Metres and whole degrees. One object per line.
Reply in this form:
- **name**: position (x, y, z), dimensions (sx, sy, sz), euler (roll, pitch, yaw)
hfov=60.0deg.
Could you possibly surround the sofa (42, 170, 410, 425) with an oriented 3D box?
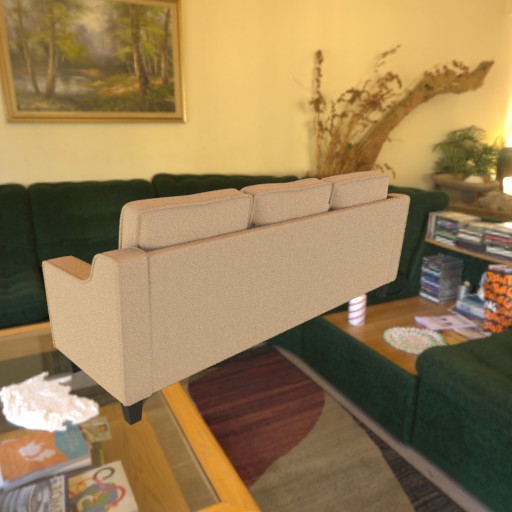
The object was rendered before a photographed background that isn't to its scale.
- **sofa**: position (0.000, 0.000, 2.586), dimensions (2.131, 0.902, 0.791), euler (-16, 23, -43)
